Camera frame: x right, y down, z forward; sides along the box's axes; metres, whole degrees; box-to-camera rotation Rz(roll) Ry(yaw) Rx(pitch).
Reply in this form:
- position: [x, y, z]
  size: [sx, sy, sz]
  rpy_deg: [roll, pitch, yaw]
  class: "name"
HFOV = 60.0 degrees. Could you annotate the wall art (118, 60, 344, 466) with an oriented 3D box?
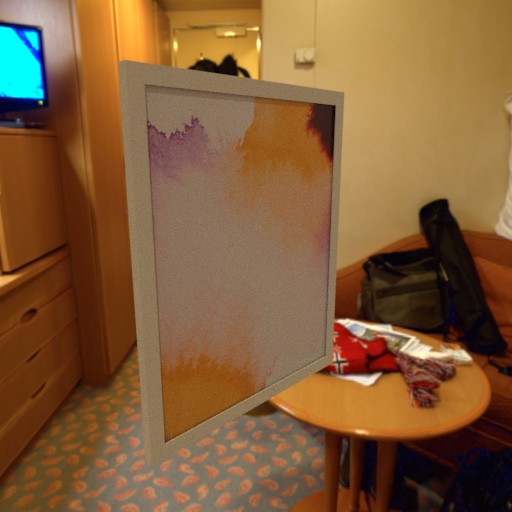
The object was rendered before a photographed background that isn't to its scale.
- position: [0.000, 0.000, 1.092]
  size: [0.026, 0.811, 0.661]
  rpy_deg: [13, 19, 43]
  class: "wall art"
